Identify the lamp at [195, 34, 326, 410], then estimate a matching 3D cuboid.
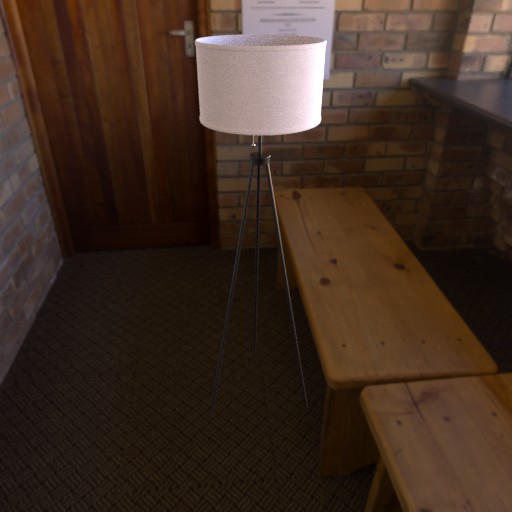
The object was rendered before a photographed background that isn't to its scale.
[{"bbox_3d":[0.000,0.000,1.758,0.458,1.545,0.448,-21,37,-32],"label":"lamp"}]
